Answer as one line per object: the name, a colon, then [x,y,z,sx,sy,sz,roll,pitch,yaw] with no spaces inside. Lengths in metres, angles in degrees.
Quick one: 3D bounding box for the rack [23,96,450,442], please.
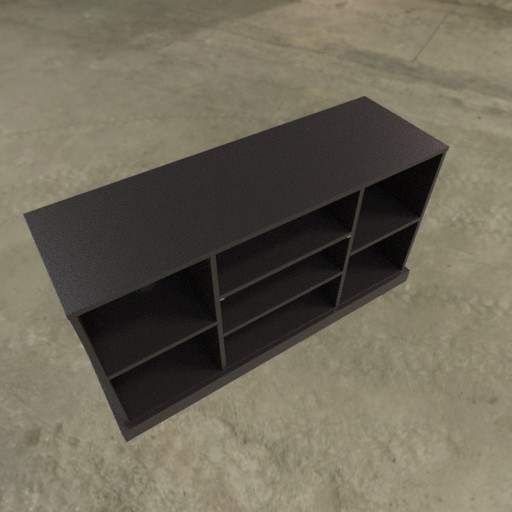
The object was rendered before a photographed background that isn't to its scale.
rack: [0.000,0.000,1.478,1.206,0.635,0.399,-25,52,-22]
